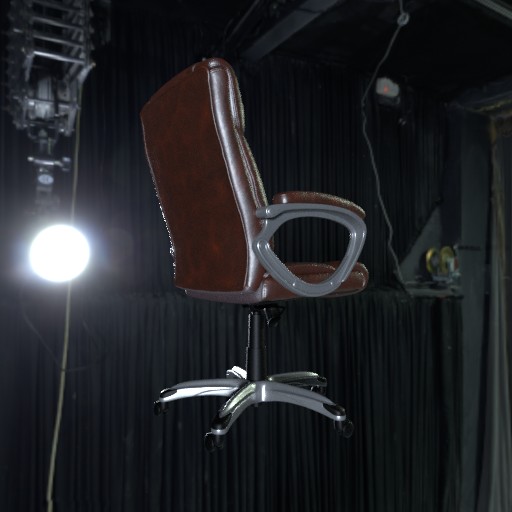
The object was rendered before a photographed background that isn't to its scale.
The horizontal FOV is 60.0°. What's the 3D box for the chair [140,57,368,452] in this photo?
[{"bbox_3d":[0.000,0.000,1.572,0.692,1.128,0.656,1,-1,-36],"label":"chair"}]
